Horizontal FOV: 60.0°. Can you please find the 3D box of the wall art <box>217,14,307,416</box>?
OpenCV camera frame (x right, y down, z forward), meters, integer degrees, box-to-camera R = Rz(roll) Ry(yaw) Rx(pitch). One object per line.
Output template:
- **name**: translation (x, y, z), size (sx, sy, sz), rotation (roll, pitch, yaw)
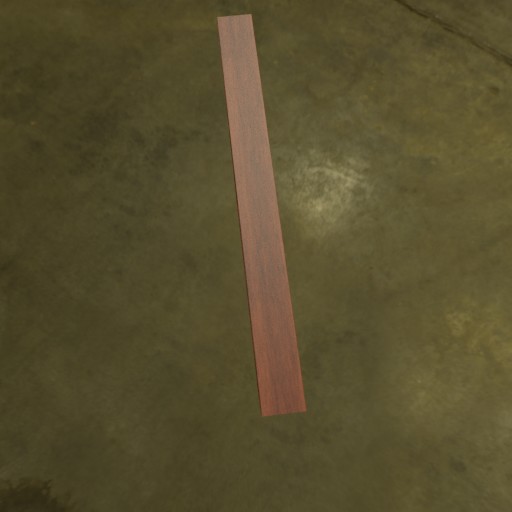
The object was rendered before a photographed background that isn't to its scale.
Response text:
- **wall art**: translation (0.000, 0.000, 0.525), size (0.030, 0.381, 0.330), rotation (-6, 74, -2)
